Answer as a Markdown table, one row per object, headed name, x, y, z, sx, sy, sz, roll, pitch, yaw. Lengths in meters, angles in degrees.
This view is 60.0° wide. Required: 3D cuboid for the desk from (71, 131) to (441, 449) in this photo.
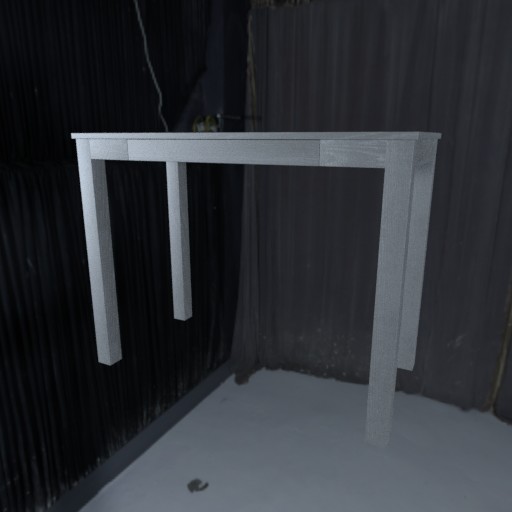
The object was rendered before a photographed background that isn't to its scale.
| name | x | y | z | sx | sy | sz | roll | pitch | yaw |
| --- | --- | --- | --- | --- | --- | --- | --- | --- | --- |
| desk | 0.000 | 0.000 | 1.427 | 0.991 | 0.762 | 0.499 | 8 | 17 | 26 |
